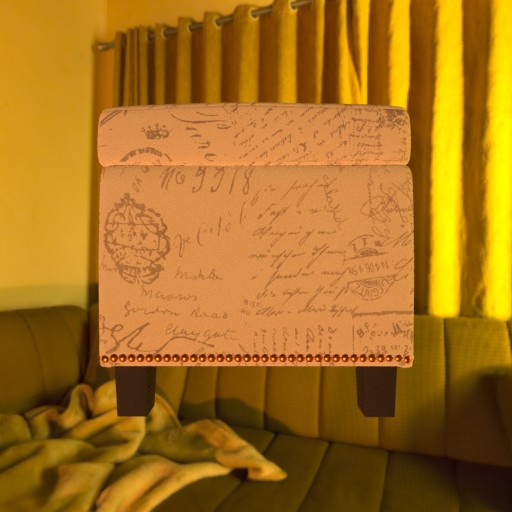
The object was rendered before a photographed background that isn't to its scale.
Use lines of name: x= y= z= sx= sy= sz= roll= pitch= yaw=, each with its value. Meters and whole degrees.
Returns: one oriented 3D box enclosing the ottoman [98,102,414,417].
ottoman: x=0.000 y=0.000 z=0.830 sx=0.449 sy=0.457 sz=0.450 roll=0 pitch=-1 yaw=0
